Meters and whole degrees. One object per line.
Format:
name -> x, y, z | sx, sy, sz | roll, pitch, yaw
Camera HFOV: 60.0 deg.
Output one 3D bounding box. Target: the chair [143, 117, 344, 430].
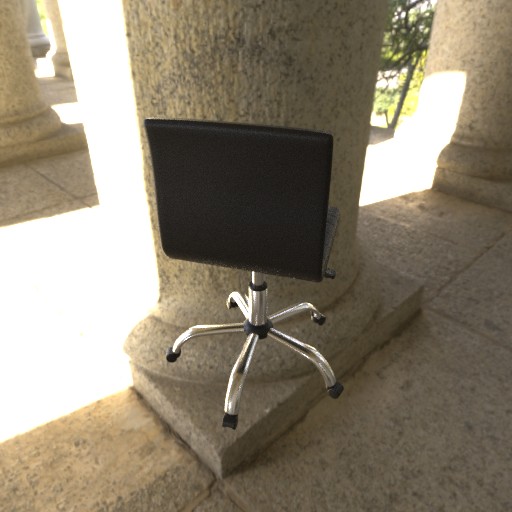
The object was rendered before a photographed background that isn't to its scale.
chair -> 0.000, 0.000, 1.185 | 0.556, 0.780, 0.530 | 9, 33, 14
